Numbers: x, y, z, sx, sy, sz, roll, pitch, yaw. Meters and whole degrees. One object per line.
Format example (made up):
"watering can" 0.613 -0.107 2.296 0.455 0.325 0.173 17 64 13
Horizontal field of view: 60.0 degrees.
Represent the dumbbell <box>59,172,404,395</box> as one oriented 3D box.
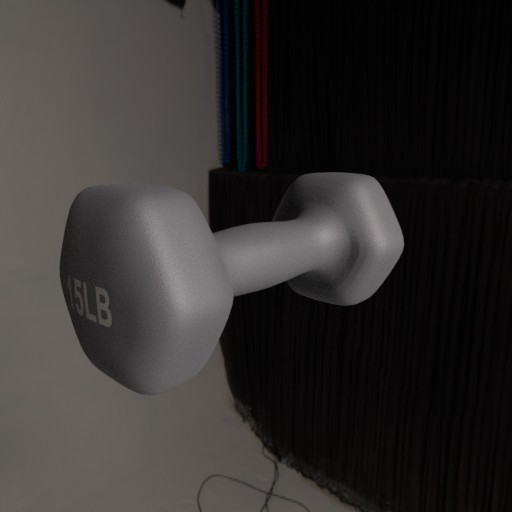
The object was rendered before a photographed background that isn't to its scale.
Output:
"dumbbell" 0.000 0.000 0.300 0.116 0.105 0.240 12 18 43
